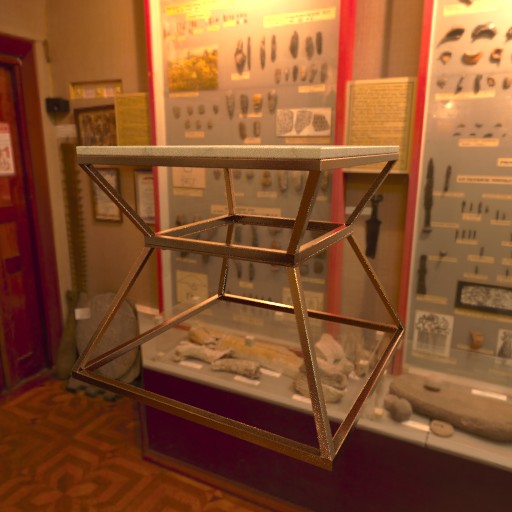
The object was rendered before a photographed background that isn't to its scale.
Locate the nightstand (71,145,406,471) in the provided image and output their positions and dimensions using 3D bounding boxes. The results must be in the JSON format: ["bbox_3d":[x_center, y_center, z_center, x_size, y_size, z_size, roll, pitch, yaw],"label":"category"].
[{"bbox_3d":[0.000,0.000,0.886,0.514,0.426,0.513,8,16,28],"label":"nightstand"}]
